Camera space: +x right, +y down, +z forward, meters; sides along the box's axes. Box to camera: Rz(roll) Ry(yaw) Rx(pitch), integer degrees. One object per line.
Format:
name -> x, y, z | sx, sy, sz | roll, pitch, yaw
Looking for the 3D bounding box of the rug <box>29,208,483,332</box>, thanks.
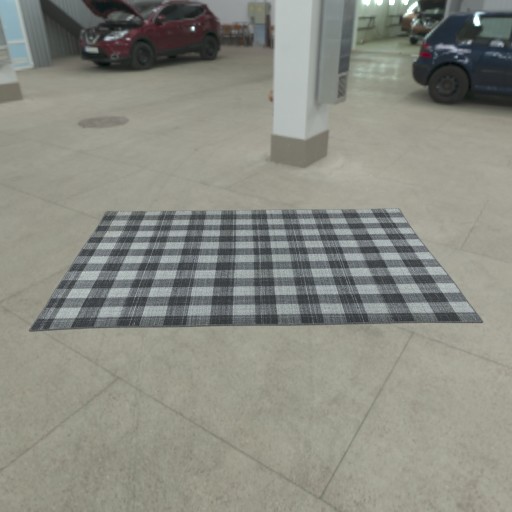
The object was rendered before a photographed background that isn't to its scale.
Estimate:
rug -> 0.000, 0.000, 3.068 | 2.476, 0.011, 1.554 | -1, 30, -1
